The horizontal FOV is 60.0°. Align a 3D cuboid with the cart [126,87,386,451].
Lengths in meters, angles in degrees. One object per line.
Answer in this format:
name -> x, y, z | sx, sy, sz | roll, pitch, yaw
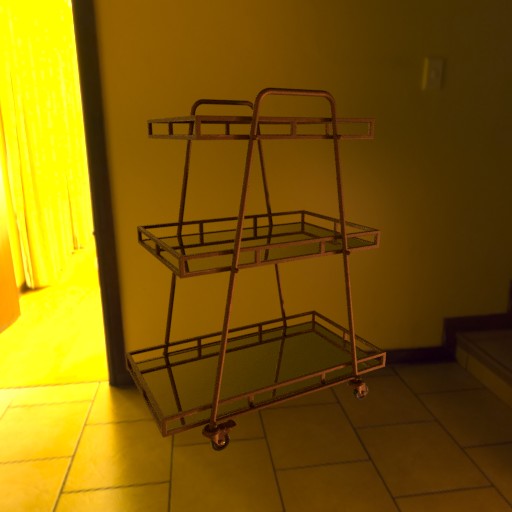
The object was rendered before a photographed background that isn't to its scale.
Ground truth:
cart -> 0.000, 0.000, 1.291 | 0.711, 0.883, 0.441 | -8, 18, -27
